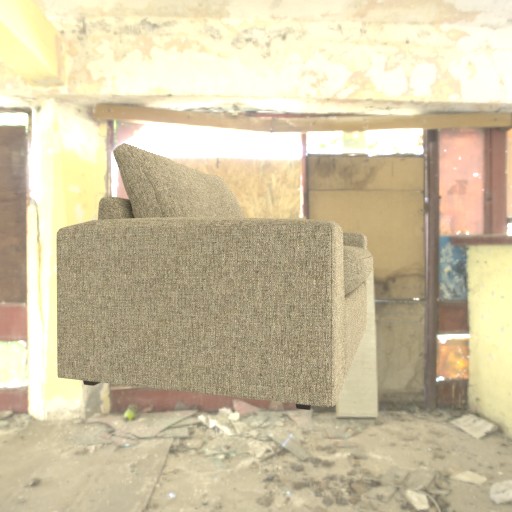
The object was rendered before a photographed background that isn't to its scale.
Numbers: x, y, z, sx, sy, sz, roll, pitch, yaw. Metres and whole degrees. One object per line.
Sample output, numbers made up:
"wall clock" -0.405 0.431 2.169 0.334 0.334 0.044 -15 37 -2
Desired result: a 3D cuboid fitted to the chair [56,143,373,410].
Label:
"chair" 0.000 0.000 2.066 1.039 0.915 1.398 0 1 18
